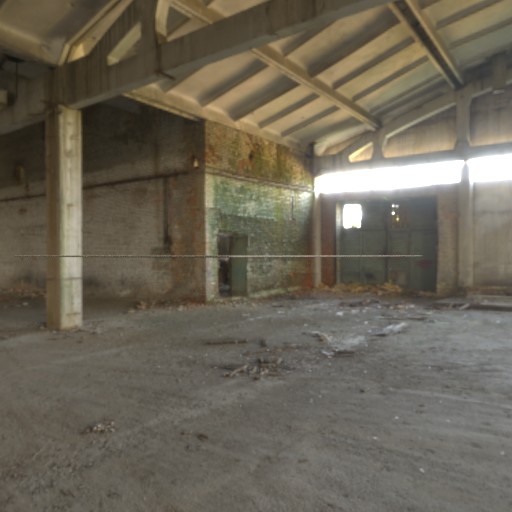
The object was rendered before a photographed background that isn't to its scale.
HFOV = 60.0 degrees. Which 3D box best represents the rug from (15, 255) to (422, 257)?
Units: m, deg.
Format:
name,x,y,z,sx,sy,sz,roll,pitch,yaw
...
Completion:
name,x,y,z,sx,sy,sz,roll,pitch,yaw
rug,0.000,0.000,2.969,1.523,0.008,2.438,0,0,35
